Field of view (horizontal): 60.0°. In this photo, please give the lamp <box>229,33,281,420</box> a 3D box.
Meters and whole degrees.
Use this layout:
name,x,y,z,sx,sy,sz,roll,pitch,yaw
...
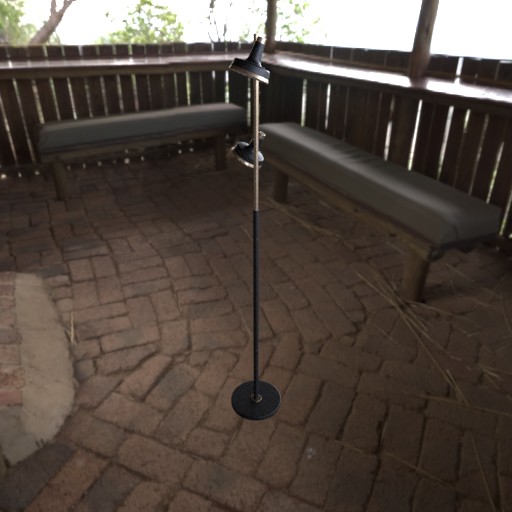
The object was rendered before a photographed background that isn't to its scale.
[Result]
name,x,y,z,sx,sy,sz,roll,pitch,yaw
lamp,0.000,0.000,1.865,0.253,1.674,0.351,0,28,-1
